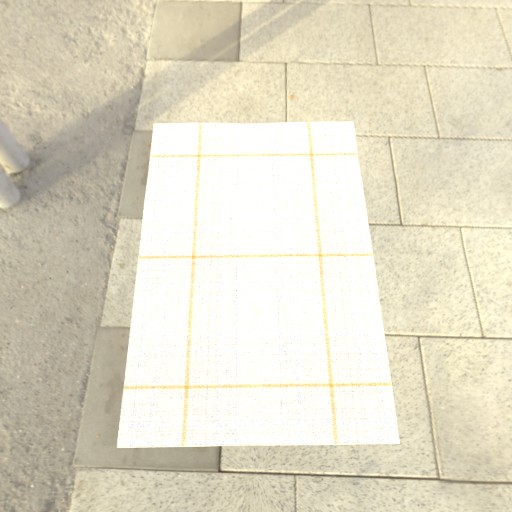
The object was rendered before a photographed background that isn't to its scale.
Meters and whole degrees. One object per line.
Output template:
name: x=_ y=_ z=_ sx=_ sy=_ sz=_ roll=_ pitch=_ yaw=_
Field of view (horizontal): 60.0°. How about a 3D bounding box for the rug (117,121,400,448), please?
rug: x=0.000 y=0.000 z=2.318 sx=1.232 sy=0.015 sz=1.825 roll=-1 pitch=64 yaw=0
